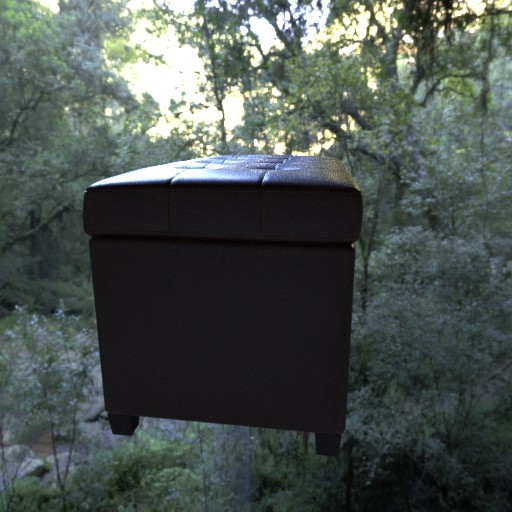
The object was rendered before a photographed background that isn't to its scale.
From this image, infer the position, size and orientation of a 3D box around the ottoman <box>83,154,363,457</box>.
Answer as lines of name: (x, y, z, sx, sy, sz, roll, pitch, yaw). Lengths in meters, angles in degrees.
ottoman: (0.000, 0.000, 1.096, 0.432, 0.470, 0.838, 2, 15, 8)
